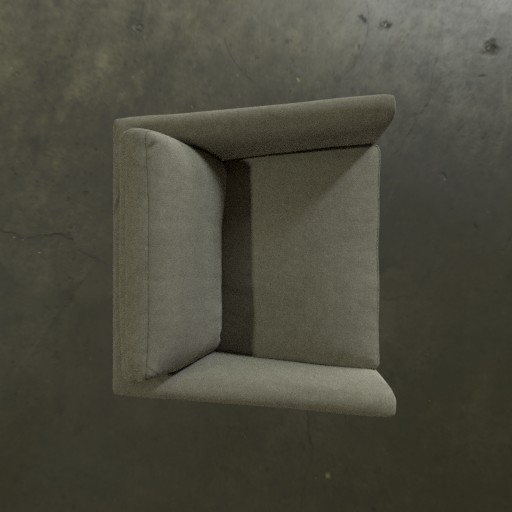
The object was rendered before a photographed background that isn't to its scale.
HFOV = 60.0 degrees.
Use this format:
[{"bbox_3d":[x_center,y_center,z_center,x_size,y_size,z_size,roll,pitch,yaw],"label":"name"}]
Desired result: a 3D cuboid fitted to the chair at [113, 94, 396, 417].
[{"bbox_3d":[0.000,0.000,1.881,1.091,0.845,1.190,0,90,1],"label":"chair"}]
